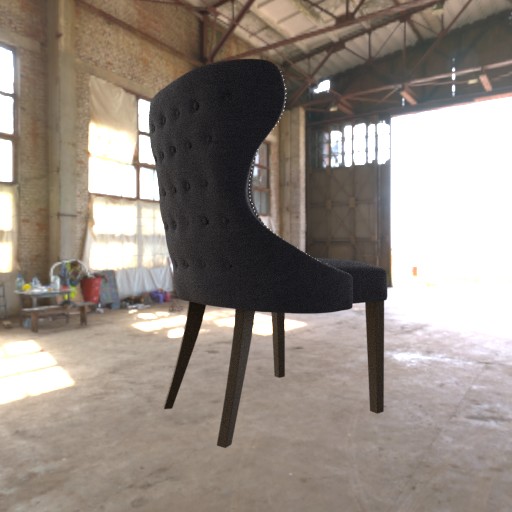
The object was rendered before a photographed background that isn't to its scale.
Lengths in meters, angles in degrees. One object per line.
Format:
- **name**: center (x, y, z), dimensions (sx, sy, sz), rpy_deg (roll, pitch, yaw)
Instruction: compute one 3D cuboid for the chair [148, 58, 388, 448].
- **chair**: center (0.000, 0.000, 1.401), dimensions (0.635, 0.967, 0.628), rpy_deg (0, 0, -36)
